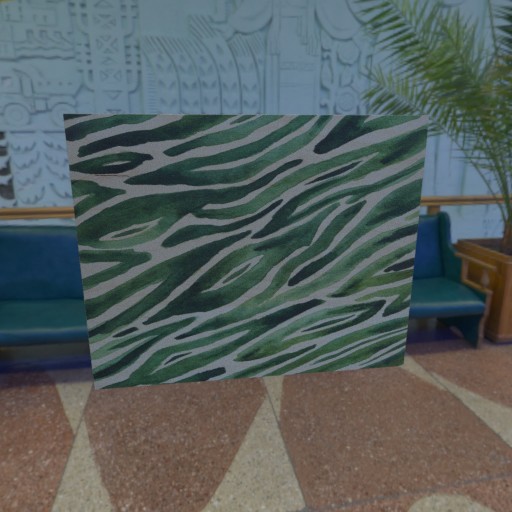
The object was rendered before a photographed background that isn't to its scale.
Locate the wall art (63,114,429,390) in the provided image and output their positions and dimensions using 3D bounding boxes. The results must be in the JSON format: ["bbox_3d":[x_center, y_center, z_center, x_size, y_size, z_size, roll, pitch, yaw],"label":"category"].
[{"bbox_3d":[0.000,0.000,0.672,0.508,0.408,0.012,-2,16,-8],"label":"wall art"}]
